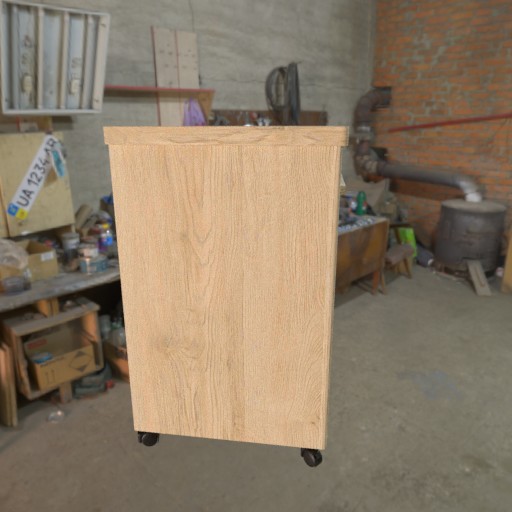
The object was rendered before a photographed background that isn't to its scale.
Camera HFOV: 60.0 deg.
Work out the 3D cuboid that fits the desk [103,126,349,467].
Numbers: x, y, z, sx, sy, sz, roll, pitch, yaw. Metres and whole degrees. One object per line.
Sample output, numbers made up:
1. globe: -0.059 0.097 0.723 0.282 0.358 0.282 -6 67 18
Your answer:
1. desk: 0.000 0.000 1.370 0.480 0.770 0.885 2 17 8
